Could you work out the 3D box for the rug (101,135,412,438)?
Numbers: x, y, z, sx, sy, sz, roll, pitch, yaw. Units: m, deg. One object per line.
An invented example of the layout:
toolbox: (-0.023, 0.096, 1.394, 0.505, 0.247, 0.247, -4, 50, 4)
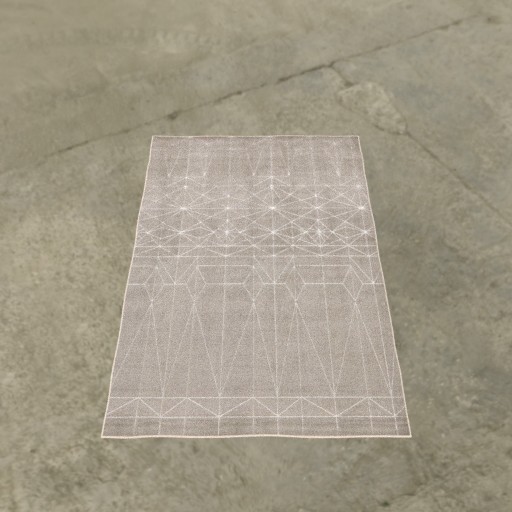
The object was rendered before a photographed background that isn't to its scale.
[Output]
rug: (0.000, 0.000, 4.356, 2.449, 0.019, 3.357, 0, 58, 0)
